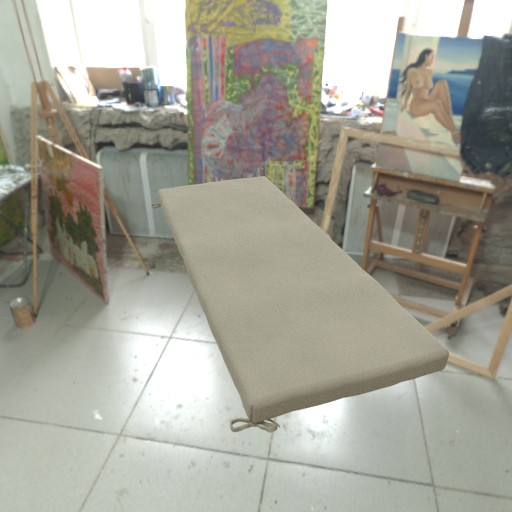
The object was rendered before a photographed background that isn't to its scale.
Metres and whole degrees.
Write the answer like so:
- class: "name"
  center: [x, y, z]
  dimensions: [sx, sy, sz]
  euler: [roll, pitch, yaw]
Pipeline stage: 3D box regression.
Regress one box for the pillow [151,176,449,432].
- class: "pillow"
  center: [0.000, 0.000, 1.354]
  dimensions: [0.492, 0.081, 1.187]
  euler: [-10, 32, -17]
